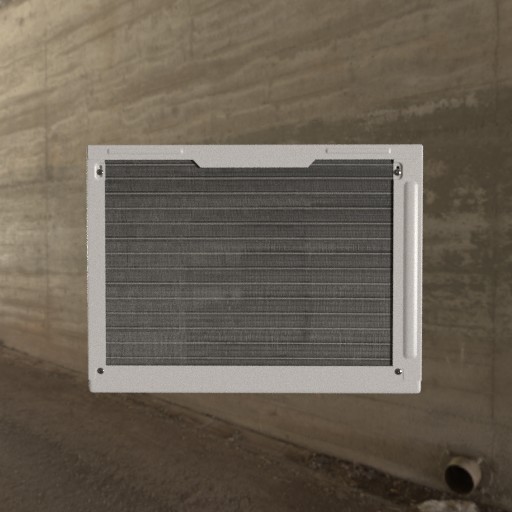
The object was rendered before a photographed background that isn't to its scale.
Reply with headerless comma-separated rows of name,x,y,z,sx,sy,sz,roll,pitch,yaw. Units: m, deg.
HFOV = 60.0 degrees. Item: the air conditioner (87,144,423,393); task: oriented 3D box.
air conditioner,0.000,0.000,0.907,0.503,0.388,0.546,0,1,1
